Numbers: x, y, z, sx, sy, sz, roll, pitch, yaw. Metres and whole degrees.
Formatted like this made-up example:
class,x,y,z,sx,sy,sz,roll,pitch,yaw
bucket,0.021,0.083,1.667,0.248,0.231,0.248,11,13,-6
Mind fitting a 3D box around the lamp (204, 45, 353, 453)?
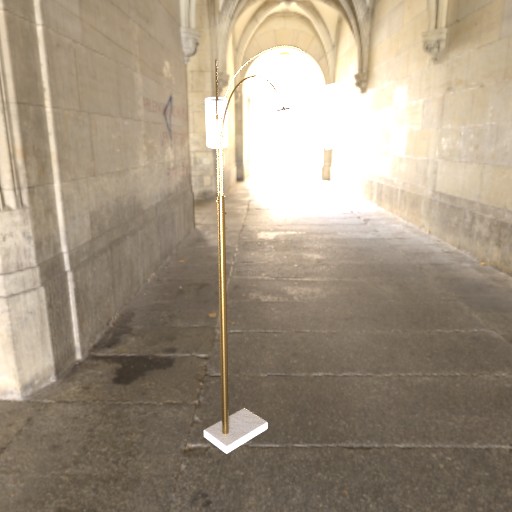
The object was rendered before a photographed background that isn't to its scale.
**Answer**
class,x,y,z,sx,sy,sz,roll,pitch,yaw
lamp,0.000,0.000,2.451,0.667,2.055,1.020,-13,20,-42
